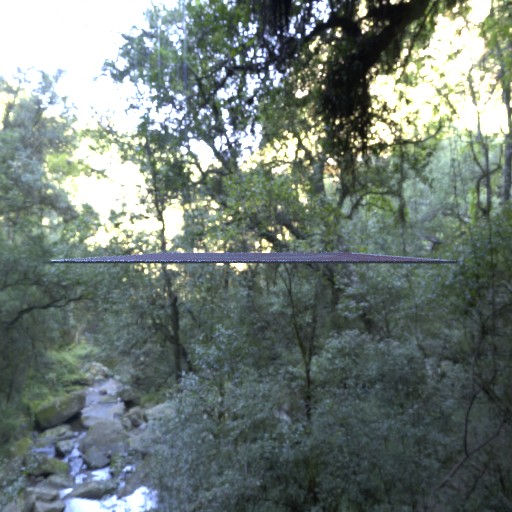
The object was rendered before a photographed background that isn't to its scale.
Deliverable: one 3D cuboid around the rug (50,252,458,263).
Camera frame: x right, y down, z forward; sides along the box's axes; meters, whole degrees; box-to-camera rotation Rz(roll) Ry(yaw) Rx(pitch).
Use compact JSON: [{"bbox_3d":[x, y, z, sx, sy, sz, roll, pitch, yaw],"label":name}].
[{"bbox_3d":[0.000,0.000,4.200,2.447,0.017,3.123,0,1,1],"label":"rug"}]
